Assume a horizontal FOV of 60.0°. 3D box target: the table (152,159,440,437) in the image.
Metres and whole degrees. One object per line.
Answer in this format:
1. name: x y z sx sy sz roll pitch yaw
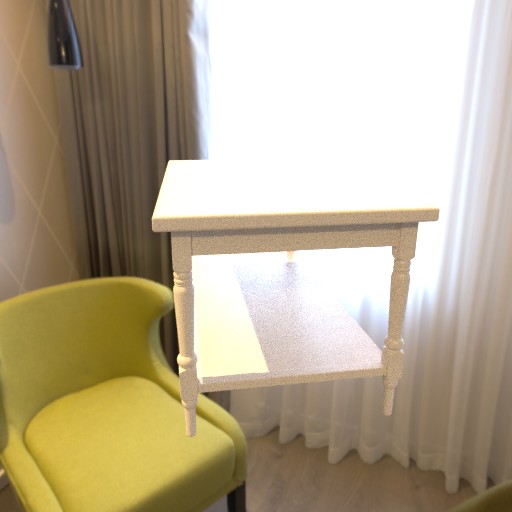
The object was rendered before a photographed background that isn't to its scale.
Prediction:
1. table: 0.000 0.000 1.418 0.550 0.510 1.107 -3 17 -9
